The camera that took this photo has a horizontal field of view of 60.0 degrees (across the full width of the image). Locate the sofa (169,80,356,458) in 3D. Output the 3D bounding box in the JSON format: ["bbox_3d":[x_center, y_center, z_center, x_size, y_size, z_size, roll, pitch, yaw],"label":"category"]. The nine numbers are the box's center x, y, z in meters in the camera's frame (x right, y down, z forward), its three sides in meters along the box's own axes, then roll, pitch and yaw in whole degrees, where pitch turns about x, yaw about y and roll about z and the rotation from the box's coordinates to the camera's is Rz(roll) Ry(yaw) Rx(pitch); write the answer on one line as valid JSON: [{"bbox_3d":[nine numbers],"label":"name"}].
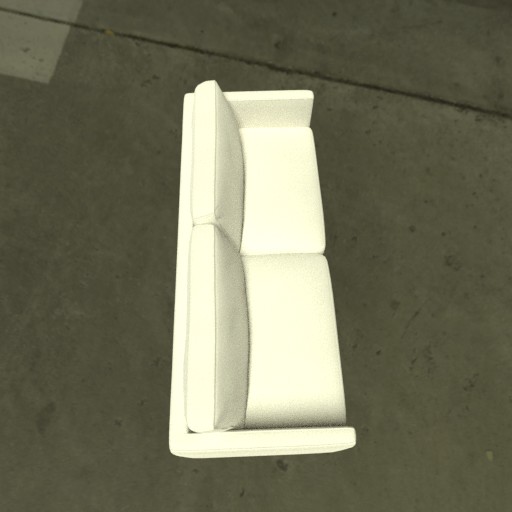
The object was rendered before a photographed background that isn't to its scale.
[{"bbox_3d":[0.000,0.000,2.887,0.951,0.962,2.361,-2,64,-1],"label":"sofa"}]
